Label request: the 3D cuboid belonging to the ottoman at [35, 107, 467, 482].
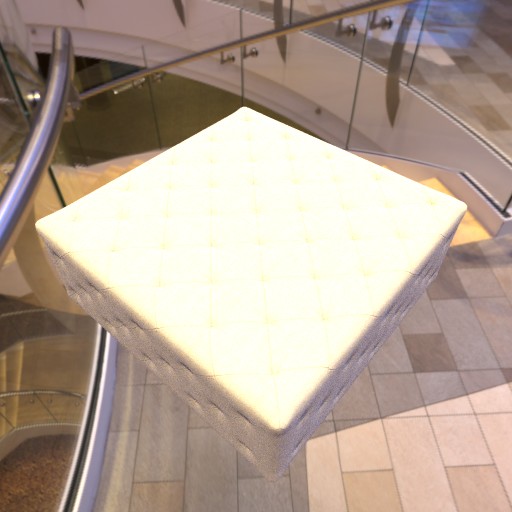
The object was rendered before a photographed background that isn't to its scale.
[{"bbox_3d":[0.000,0.000,1.604,1.028,0.439,1.028,32,55,27],"label":"ottoman"}]
